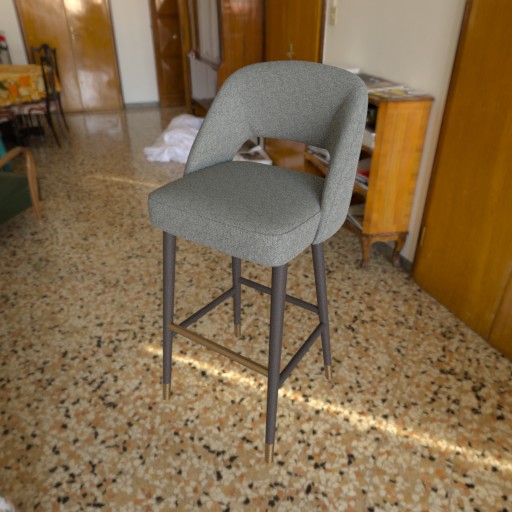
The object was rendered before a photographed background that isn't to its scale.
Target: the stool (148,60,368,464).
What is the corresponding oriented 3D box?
[{"bbox_3d":[0.000,0.000,1.396,0.536,1.089,0.524,19,35,30],"label":"stool"}]
